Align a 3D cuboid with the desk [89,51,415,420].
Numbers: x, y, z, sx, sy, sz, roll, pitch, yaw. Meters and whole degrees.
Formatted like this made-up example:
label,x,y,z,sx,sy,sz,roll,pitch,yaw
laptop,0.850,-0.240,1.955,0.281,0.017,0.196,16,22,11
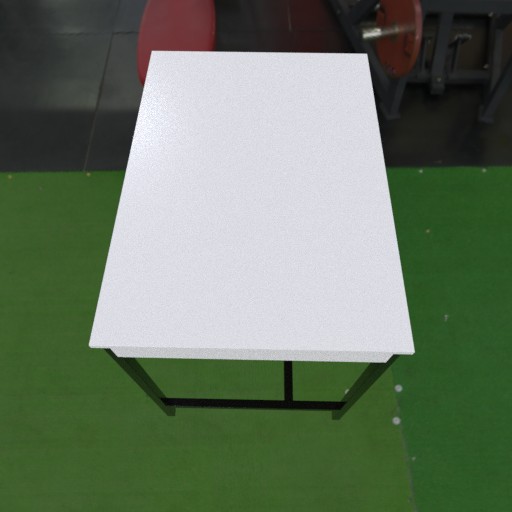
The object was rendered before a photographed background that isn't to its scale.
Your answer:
label,x,y,z,sx,sy,sz,roll,pitch,yaw
desk,0.000,0.000,1.311,0.573,0.766,0.811,1,60,1
